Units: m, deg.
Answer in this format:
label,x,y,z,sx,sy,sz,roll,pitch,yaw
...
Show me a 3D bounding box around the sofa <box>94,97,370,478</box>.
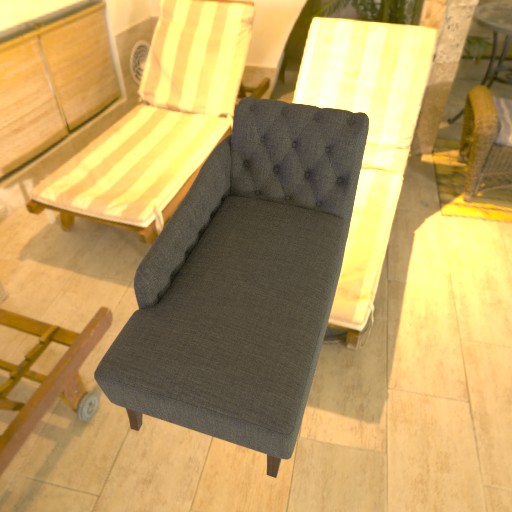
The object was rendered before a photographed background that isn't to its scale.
label,x,y,z,sx,sy,sz,roll,pitch,yaw
sofa,0.000,0.000,1.814,0.675,0.787,1.379,13,44,13
